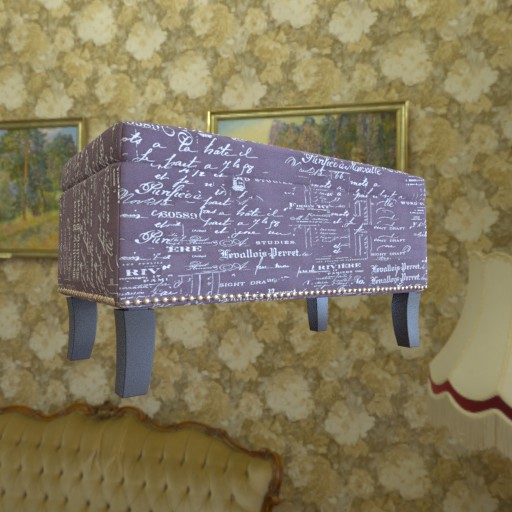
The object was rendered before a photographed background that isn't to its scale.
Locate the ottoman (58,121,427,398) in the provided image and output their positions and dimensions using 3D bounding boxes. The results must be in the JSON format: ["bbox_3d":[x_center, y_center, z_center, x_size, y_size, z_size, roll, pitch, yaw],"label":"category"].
[{"bbox_3d":[0.000,0.000,1.060,0.813,0.457,0.406,1,-2,-36],"label":"ottoman"}]
